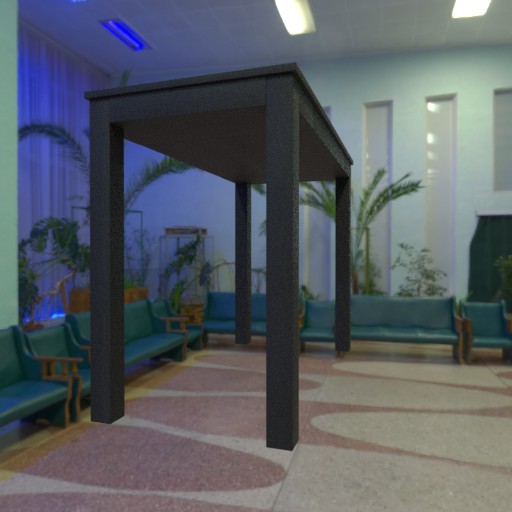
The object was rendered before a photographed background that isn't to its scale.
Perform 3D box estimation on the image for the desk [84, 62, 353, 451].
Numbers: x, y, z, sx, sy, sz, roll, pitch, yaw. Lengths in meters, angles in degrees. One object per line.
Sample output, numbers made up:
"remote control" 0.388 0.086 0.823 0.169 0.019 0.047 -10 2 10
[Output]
"desk" 0.000 0.000 1.411 0.499 0.762 0.991 0 1 19
